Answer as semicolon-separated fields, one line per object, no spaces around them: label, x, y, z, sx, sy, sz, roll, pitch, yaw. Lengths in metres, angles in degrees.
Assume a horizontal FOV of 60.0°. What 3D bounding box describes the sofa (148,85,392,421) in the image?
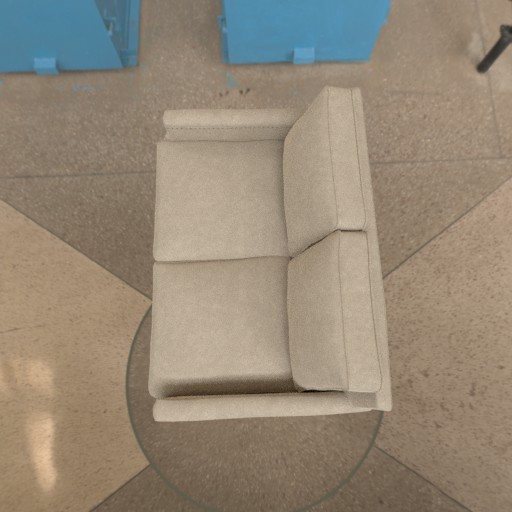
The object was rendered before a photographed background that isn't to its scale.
sofa;0.000;0.000;2.305;1.084;1.002;1.597;-1;75;0
